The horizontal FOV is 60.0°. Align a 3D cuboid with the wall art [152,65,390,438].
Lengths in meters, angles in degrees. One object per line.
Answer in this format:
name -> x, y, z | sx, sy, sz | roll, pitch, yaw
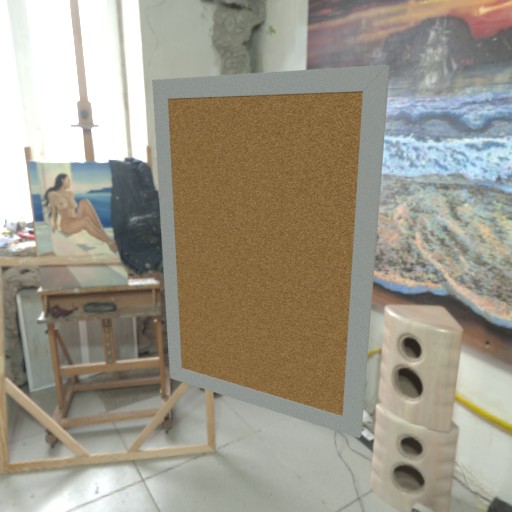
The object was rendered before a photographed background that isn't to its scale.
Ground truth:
wall art -> 0.000, 0.000, 0.860 | 0.454, 0.659, 0.011 | 8, 18, 27
